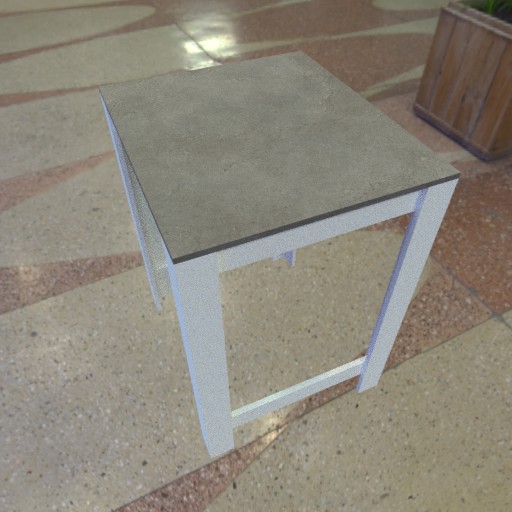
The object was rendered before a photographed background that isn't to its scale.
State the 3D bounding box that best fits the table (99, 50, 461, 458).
[{"bbox_3d":[0.000,0.000,1.561,0.700,1.020,0.800,-17,48,-16],"label":"table"}]
